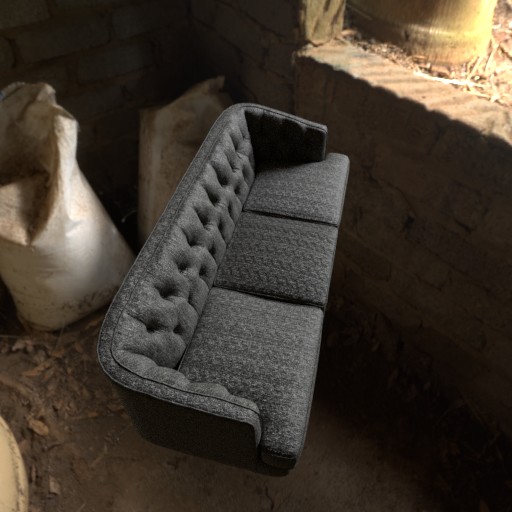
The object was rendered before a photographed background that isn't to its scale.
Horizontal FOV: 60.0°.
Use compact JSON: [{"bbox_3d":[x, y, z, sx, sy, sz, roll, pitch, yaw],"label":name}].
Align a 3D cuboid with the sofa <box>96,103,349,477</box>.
[{"bbox_3d":[0.000,0.000,2.693,0.941,0.855,2.278,10,48,9],"label":"sofa"}]
